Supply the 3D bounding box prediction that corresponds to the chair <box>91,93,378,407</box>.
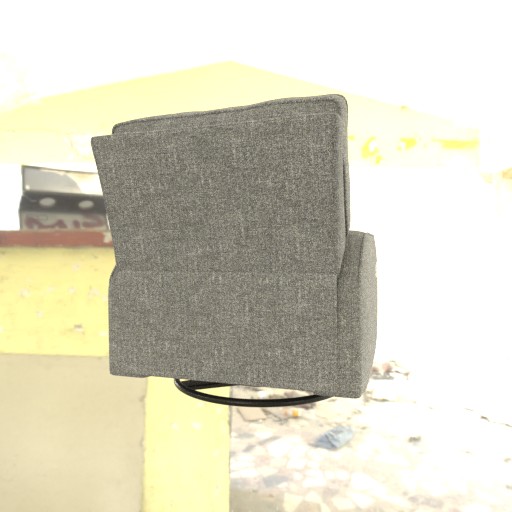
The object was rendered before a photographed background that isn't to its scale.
[{"bbox_3d":[0.000,0.000,1.669,0.861,0.962,0.964,0,0,18],"label":"chair"}]
